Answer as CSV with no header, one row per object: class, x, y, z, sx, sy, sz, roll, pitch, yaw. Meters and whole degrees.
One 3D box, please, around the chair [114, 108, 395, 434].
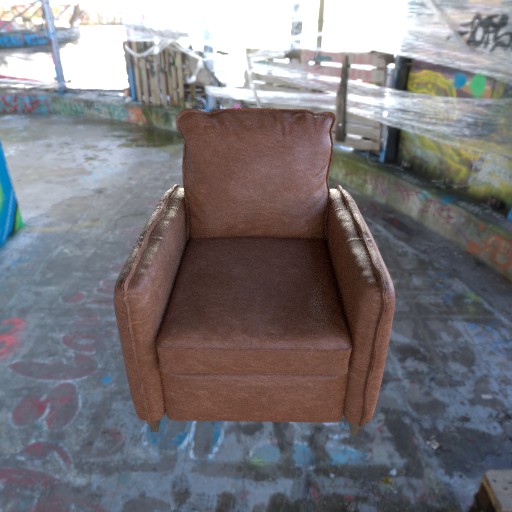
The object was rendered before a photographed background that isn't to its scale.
chair,0.000,0.000,1.630,0.830,0.922,0.922,0,30,1
